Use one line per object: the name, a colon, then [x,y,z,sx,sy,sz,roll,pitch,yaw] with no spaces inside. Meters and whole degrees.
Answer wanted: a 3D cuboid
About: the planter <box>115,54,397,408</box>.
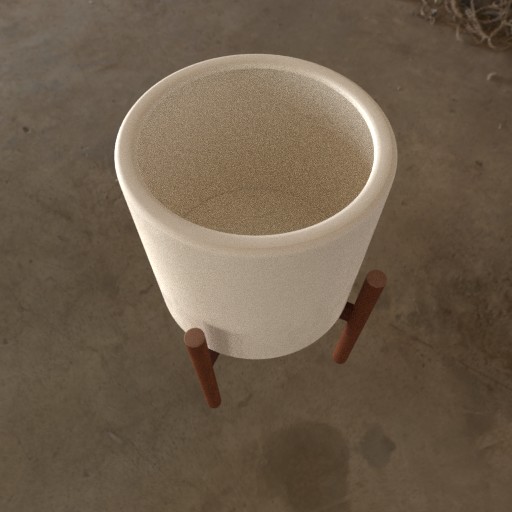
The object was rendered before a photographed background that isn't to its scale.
planter: [0.000,0.000,0.503,0.224,0.358,0.224,-17,59,-10]
